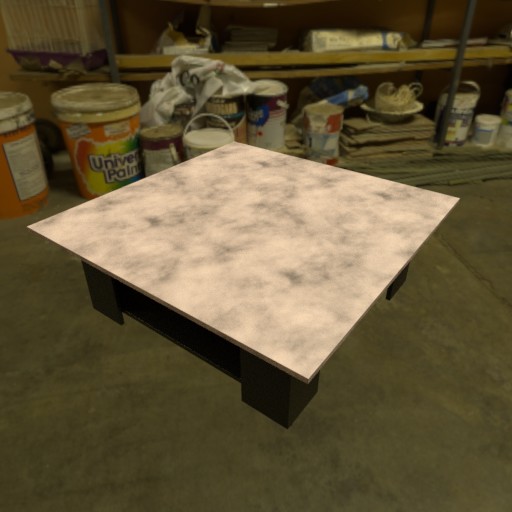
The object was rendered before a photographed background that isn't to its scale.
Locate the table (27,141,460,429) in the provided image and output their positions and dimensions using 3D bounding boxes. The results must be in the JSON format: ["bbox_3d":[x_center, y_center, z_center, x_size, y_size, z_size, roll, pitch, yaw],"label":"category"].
[{"bbox_3d":[0.000,0.000,1.361,0.890,0.305,0.890,22,39,30],"label":"table"}]
